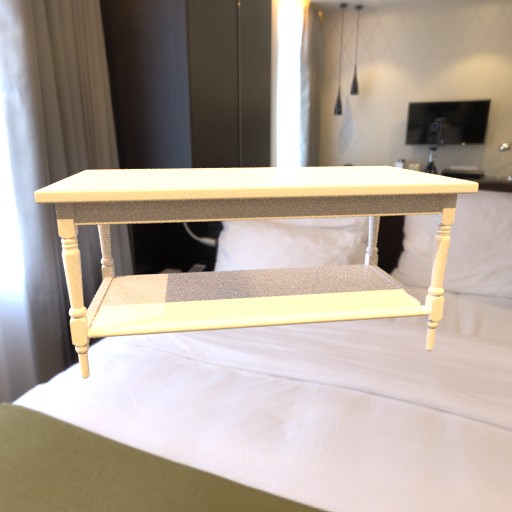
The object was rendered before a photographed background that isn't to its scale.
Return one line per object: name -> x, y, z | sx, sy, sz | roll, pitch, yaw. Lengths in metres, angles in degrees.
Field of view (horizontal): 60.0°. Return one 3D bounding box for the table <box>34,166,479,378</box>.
table -> 0.000, 0.000, 1.419 | 1.107, 0.510, 0.550 | -2, 16, -9
